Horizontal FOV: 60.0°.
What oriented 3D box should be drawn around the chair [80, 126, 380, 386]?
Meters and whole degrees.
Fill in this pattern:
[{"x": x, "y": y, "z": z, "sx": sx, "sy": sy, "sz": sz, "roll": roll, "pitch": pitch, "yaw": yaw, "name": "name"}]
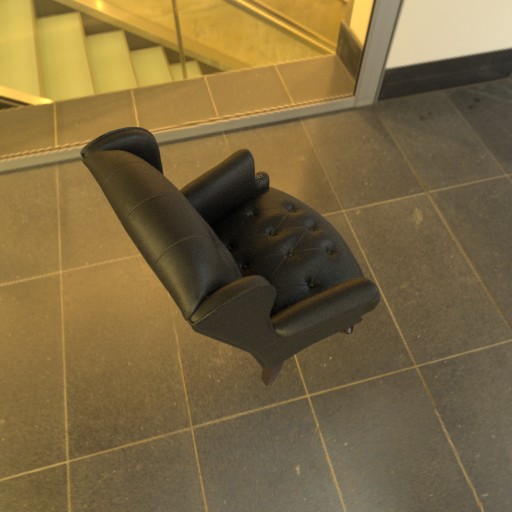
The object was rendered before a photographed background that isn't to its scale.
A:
[{"x": 0.000, "y": 0.000, "z": 1.693, "sx": 0.822, "sy": 1.133, "sz": 0.831, "roll": -30, "pitch": 63, "yaw": -17, "name": "chair"}]
